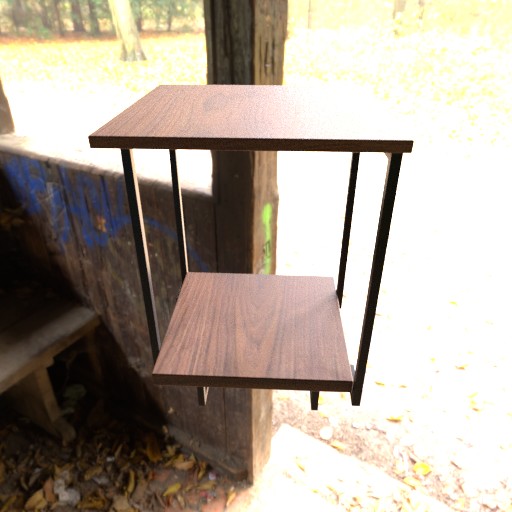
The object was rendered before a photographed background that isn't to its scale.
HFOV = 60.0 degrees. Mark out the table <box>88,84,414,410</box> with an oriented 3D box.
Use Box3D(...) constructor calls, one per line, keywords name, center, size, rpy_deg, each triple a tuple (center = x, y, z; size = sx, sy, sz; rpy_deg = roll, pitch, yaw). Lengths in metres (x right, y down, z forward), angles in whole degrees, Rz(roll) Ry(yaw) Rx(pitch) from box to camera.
Box3D(name="table", center=(0.000, 0.000, 0.864), size=(0.411, 0.567, 0.384), rpy_deg=(1, 30, 2))
